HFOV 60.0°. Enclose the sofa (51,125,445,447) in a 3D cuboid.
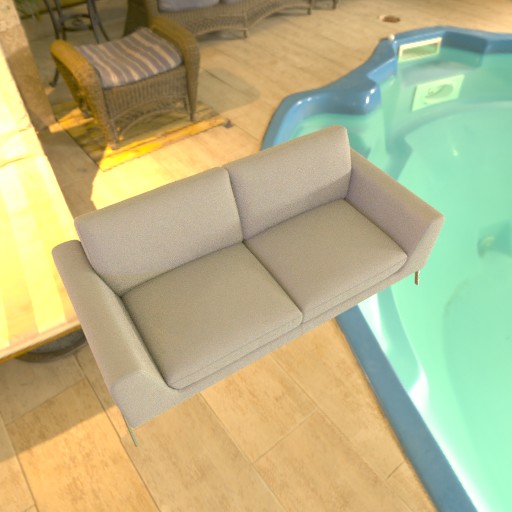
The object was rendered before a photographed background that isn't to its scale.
[{"bbox_3d":[0.000,0.000,2.566,2.017,0.875,0.953,-25,51,-21],"label":"sofa"}]
